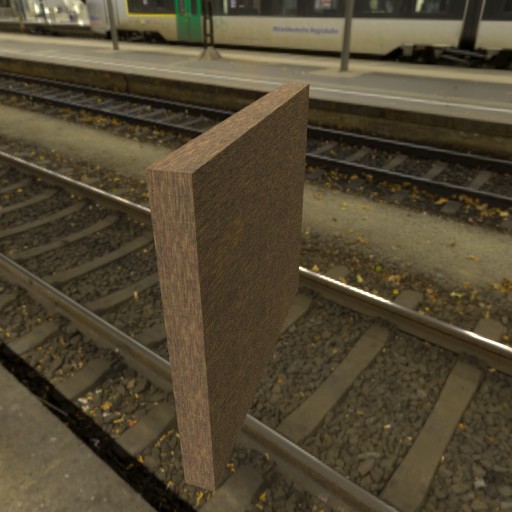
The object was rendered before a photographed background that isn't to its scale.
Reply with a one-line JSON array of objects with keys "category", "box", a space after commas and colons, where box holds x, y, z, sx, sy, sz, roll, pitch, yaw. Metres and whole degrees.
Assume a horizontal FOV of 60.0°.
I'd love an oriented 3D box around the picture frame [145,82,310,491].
[{"category": "picture frame", "box": [0.000, 0.000, 0.522, 0.033, 0.330, 0.378, 9, 31, 15]}]
